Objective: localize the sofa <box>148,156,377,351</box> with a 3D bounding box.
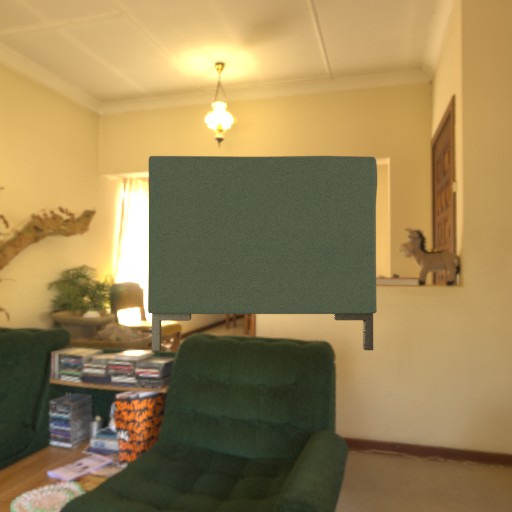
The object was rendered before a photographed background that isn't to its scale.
[{"bbox_3d":[0.000,0.000,2.525,0.817,0.681,2.130,0,-1,-1],"label":"sofa"}]
